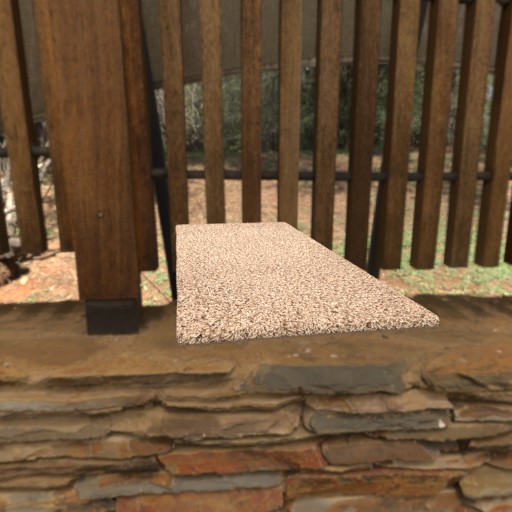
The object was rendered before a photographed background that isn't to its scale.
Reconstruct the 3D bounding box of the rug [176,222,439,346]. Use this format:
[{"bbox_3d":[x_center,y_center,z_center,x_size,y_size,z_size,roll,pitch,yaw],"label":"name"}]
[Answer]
[{"bbox_3d":[0.000,0.000,1.712,0.609,0.030,1.524,-2,13,-10],"label":"rug"}]
